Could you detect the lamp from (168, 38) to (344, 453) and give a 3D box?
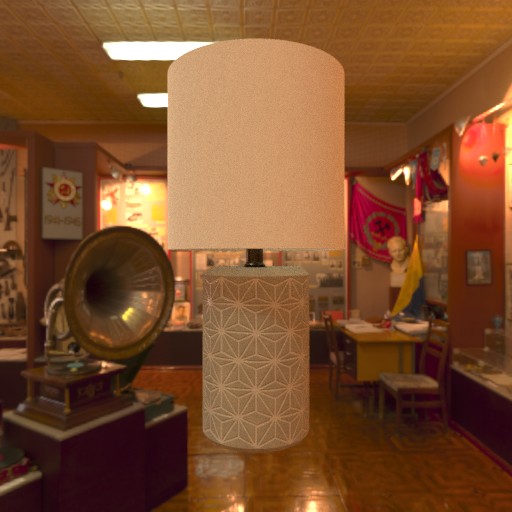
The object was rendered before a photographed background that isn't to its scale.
[{"bbox_3d":[0.000,0.000,0.527,0.206,0.416,0.206,0,0,0],"label":"lamp"}]
